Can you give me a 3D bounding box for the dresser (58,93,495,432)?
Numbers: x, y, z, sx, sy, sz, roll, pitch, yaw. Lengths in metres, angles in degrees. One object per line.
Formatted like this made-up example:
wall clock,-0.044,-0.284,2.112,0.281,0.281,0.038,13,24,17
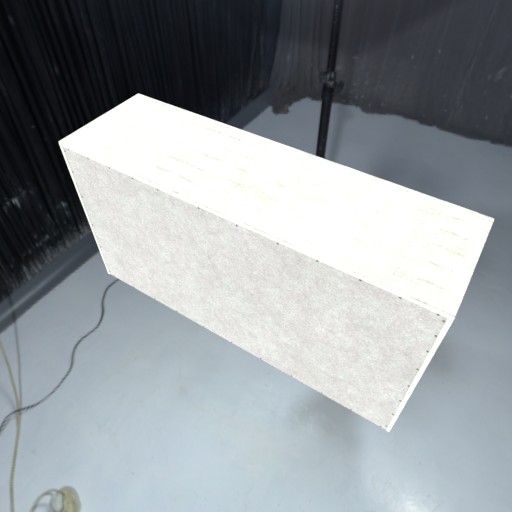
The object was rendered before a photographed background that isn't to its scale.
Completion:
dresser,0.000,0.000,1.998,1.628,0.889,0.483,25,52,21
